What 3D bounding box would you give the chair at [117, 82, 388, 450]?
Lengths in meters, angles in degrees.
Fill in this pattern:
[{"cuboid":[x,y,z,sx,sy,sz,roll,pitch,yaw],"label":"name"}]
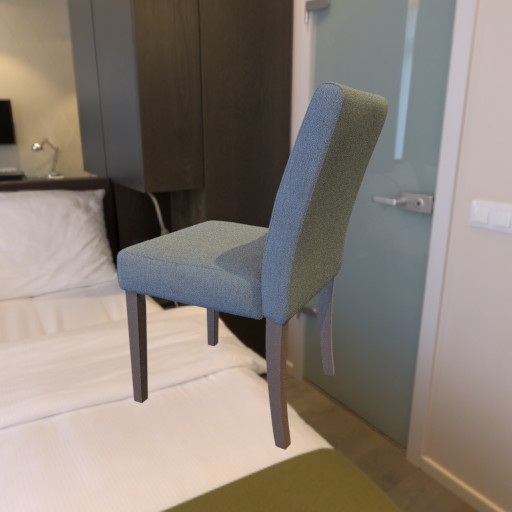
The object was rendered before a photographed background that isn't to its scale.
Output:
[{"cuboid":[0.000,0.000,1.273,0.629,0.882,0.487,8,18,26],"label":"chair"}]
